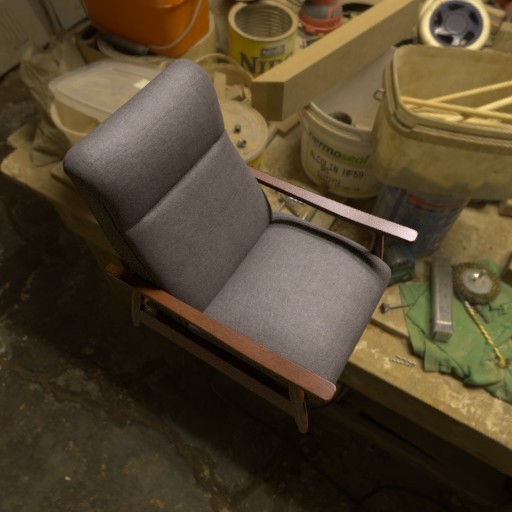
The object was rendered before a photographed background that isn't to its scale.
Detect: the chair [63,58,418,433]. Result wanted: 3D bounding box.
[{"bbox_3d":[0.000,0.000,1.752,1.014,1.081,0.762,28,62,17],"label":"chair"}]
